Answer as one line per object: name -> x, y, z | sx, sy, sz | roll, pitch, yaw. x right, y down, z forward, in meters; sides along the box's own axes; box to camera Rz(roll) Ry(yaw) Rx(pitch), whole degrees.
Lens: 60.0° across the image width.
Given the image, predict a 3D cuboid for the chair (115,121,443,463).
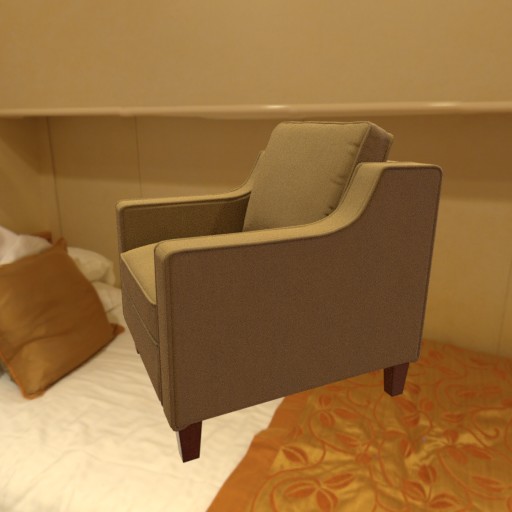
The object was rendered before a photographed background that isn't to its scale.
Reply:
chair -> 0.000, 0.000, 1.648 | 0.909, 0.960, 0.831 | -8, 18, -24
